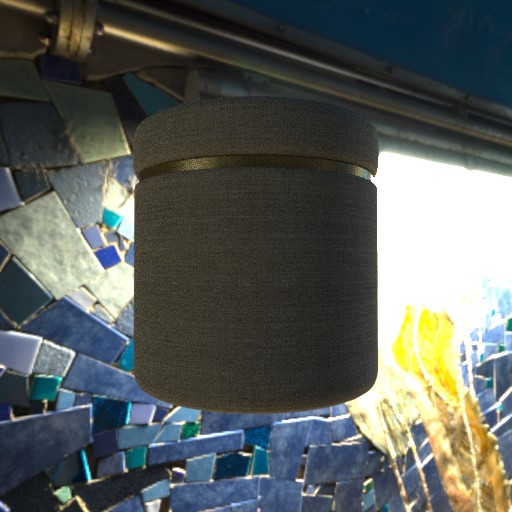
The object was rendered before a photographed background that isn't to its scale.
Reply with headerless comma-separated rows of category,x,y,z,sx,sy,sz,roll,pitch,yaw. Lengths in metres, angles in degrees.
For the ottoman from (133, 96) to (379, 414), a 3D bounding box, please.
ottoman,0.000,0.000,0.746,0.400,0.406,0.400,0,-1,0
